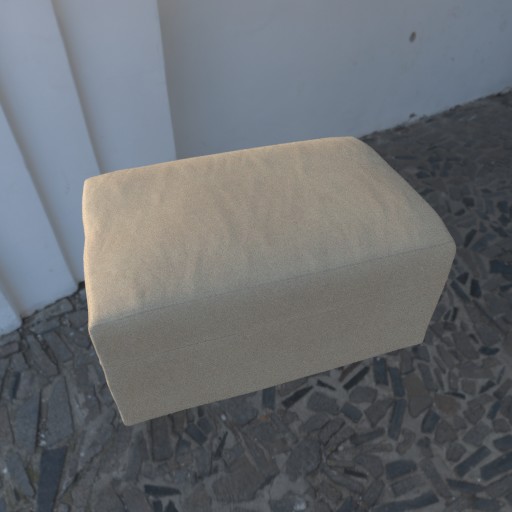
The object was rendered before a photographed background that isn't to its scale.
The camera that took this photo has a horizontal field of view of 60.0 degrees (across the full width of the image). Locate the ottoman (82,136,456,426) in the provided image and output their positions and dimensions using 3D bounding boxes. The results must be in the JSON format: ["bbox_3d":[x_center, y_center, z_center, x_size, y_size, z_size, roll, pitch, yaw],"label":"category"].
[{"bbox_3d":[0.000,0.000,1.250,0.872,0.444,0.590,-12,44,-13],"label":"ottoman"}]
